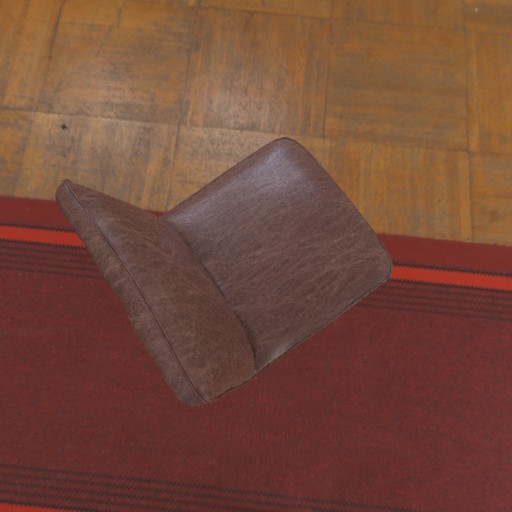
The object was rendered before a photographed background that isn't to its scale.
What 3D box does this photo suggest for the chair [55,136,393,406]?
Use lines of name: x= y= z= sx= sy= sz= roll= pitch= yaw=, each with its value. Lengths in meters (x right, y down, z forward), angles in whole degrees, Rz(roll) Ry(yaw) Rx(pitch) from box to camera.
chair: x=0.000 y=0.000 z=1.184 sx=0.645 sy=0.803 sz=0.543 roll=-39 pitch=78 yaw=-10
